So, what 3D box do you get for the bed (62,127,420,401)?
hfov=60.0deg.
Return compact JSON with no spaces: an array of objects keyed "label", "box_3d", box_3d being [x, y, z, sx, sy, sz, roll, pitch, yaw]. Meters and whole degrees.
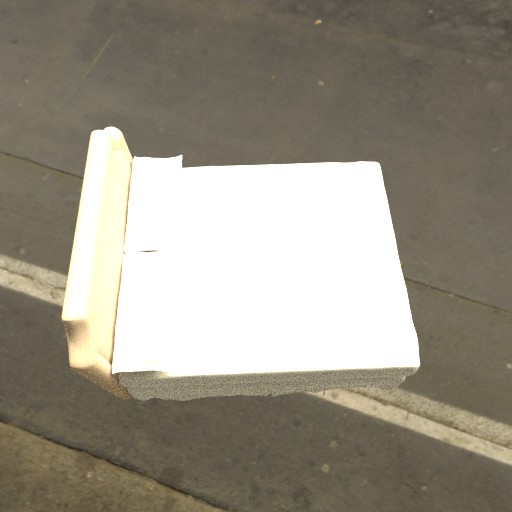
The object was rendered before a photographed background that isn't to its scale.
[{"label":"bed","box_3d":[0.000,0.000,3.821,2.548,1.524,2.134,-2,64,-1]}]
